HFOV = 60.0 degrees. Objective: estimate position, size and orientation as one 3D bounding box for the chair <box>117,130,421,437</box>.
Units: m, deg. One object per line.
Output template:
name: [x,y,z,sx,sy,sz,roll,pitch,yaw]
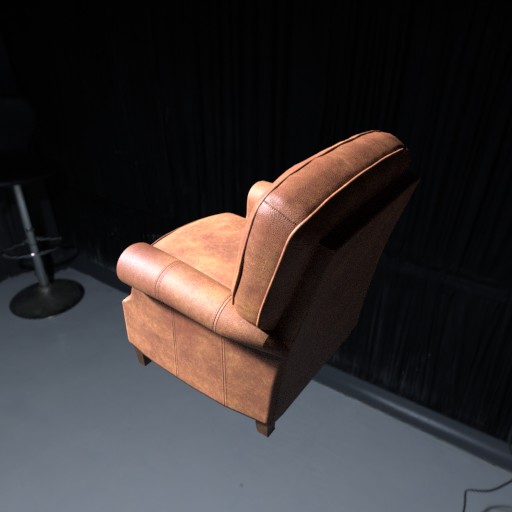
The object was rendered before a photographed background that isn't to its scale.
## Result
chair: [0.000,0.000,1.781,0.986,1.018,0.936,20,36,30]
